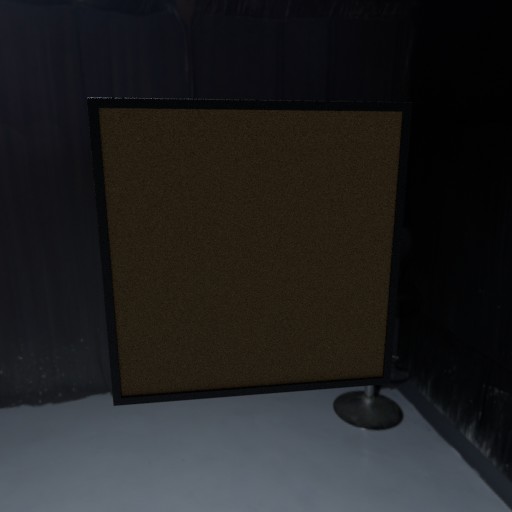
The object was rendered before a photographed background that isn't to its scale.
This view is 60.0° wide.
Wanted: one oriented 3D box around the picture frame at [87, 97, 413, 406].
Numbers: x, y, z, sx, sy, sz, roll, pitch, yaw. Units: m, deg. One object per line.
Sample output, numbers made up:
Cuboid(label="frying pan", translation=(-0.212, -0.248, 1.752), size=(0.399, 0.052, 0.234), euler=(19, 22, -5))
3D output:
Cuboid(label="picture frame", translation=(0.000, 0.000, 0.480), size=(0.317, 0.317, 0.030), euler=(-2, 14, -8))
